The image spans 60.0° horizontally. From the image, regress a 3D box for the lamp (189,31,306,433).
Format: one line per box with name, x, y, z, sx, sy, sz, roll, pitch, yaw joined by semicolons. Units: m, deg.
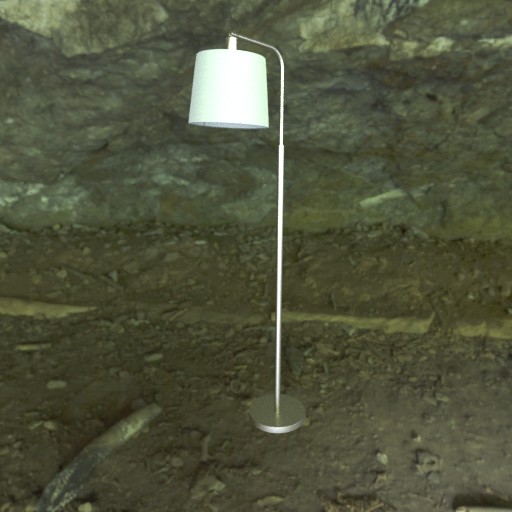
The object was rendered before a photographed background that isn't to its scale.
lamp;0.000;0.000;1.636;0.254;1.478;0.508;14;21;42
